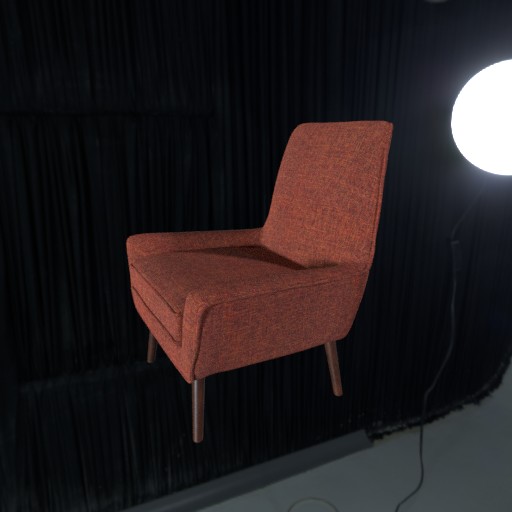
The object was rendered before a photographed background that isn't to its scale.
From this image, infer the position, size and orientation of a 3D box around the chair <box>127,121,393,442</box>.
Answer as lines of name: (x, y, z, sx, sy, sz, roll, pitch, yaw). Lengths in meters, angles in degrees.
chair: (0.000, 0.000, 1.562, 0.784, 0.911, 0.803, -8, 17, -27)
